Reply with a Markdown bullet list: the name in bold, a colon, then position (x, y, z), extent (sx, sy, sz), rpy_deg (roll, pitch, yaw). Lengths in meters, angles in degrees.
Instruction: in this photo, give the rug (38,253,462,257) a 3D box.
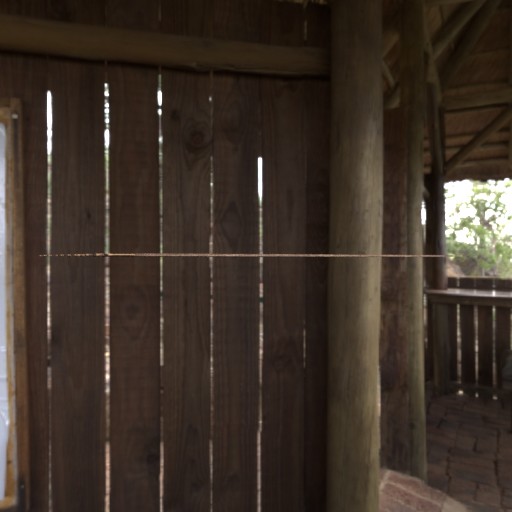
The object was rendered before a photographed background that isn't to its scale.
- **rug**: position (0.000, 0.000, 2.990), extent (2.434, 0.010, 1.516), rpy_deg (0, 0, -35)
